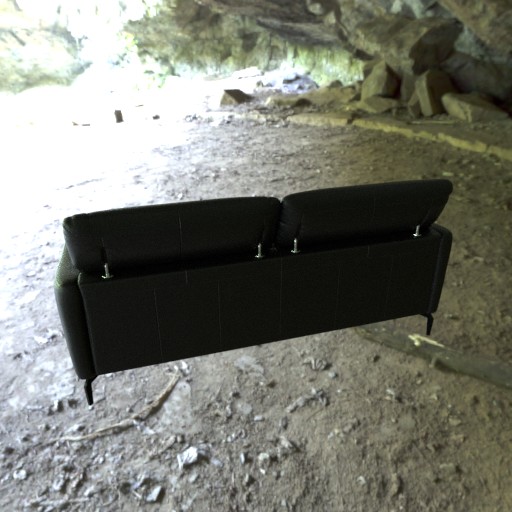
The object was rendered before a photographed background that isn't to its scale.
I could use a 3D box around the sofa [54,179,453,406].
[{"bbox_3d":[0.000,0.000,2.521,2.069,0.957,0.856,-8,27,-15],"label":"sofa"}]
